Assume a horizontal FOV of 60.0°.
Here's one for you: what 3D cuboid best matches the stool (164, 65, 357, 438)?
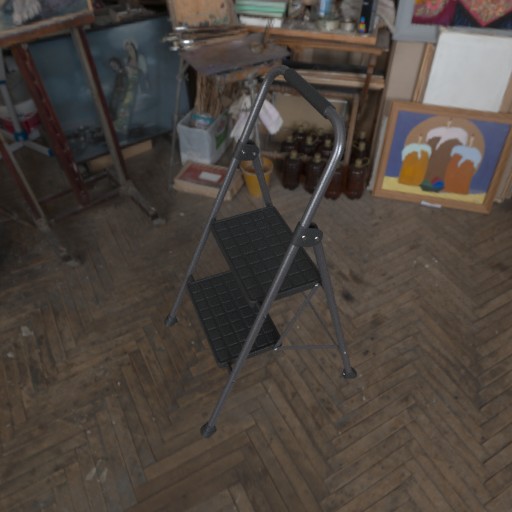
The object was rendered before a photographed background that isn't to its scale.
[{"bbox_3d":[0.000,0.000,1.150,0.514,0.872,0.450,-17,49,-15],"label":"stool"}]
